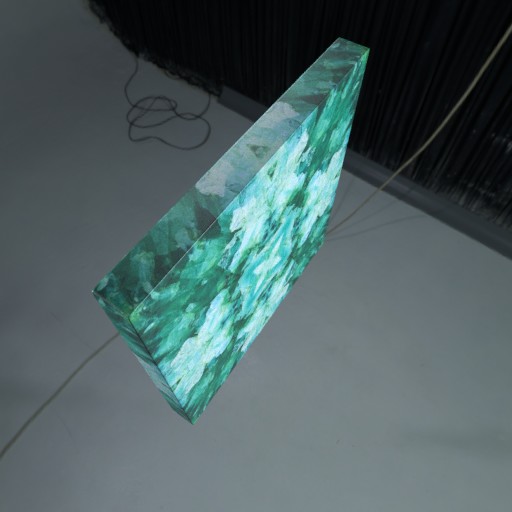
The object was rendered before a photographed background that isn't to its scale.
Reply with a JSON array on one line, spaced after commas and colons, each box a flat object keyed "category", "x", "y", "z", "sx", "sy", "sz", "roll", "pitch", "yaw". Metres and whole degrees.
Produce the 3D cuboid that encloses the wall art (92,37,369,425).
[{"category": "wall art", "x": 0.000, "y": 0.000, "z": 0.463, "sx": 0.033, "sy": 0.313, "sz": 0.313, "roll": 30, "pitch": 63, "yaw": 17}]
